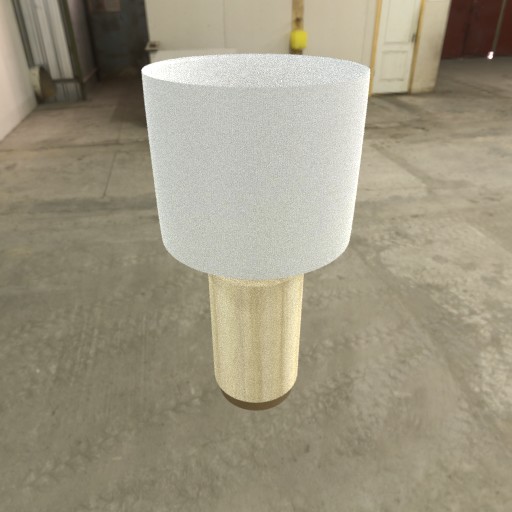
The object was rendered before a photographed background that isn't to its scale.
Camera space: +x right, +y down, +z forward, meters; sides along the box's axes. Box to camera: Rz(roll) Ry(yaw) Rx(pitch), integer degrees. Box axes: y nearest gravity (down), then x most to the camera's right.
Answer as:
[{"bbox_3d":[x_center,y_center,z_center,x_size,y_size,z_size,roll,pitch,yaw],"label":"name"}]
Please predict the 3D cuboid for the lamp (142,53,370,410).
[{"bbox_3d":[0.000,0.000,0.561,0.228,0.444,0.228,9,32,15],"label":"lamp"}]
